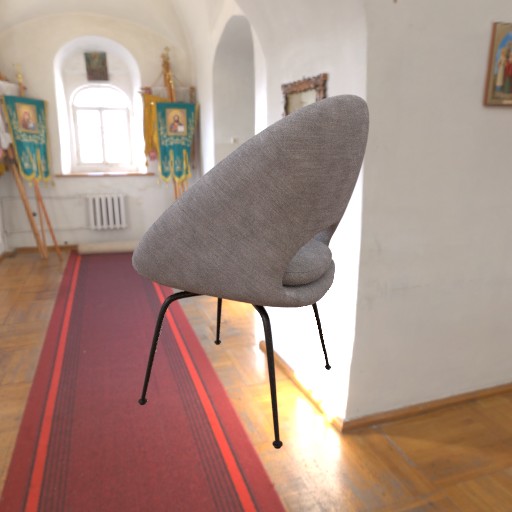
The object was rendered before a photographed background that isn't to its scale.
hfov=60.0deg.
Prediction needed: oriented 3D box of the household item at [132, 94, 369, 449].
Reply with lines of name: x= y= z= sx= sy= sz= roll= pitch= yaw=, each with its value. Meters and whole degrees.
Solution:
household item: x=0.000 y=0.000 z=1.299 sx=0.587 sy=0.869 sz=0.643 roll=7 pitch=17 yaw=25
